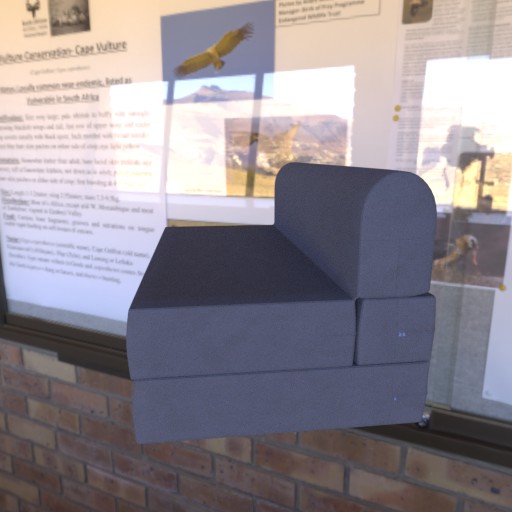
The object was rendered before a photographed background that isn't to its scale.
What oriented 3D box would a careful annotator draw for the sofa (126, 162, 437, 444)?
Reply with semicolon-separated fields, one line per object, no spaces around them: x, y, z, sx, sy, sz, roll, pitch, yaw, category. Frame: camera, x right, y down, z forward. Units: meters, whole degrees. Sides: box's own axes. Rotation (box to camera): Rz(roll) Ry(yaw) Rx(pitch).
0.000;0.000;1.640;0.762;0.660;1.219;-2;13;-7;sofa
